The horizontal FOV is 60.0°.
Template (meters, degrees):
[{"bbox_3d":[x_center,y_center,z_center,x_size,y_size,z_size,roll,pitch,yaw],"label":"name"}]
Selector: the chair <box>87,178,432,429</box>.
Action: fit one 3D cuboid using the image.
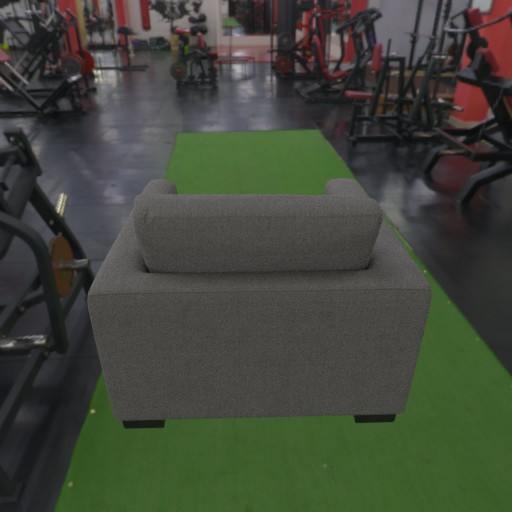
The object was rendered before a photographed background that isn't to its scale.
[{"bbox_3d":[0.000,0.000,1.907,1.070,0.847,1.100,-1,29,-1],"label":"chair"}]
